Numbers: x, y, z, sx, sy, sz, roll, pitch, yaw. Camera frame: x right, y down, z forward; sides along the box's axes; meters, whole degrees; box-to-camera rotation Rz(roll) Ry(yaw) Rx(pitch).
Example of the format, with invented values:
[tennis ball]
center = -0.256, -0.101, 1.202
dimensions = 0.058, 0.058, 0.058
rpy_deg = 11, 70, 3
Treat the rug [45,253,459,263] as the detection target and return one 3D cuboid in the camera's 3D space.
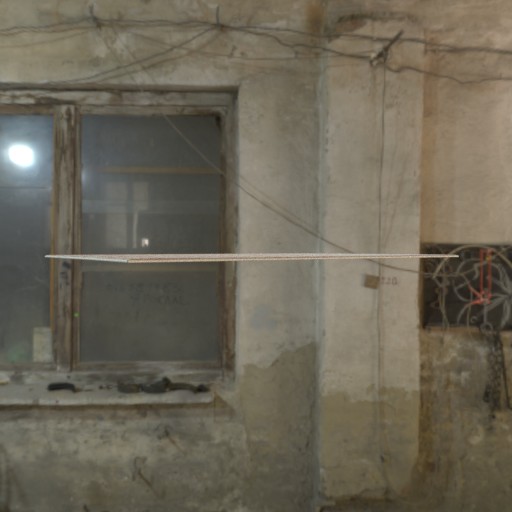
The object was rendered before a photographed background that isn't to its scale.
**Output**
[rug]
center = 0.000, 0.000, 2.359
dimensions = 1.839, 0.012, 1.219
rpy_deg = -1, 1, -36
